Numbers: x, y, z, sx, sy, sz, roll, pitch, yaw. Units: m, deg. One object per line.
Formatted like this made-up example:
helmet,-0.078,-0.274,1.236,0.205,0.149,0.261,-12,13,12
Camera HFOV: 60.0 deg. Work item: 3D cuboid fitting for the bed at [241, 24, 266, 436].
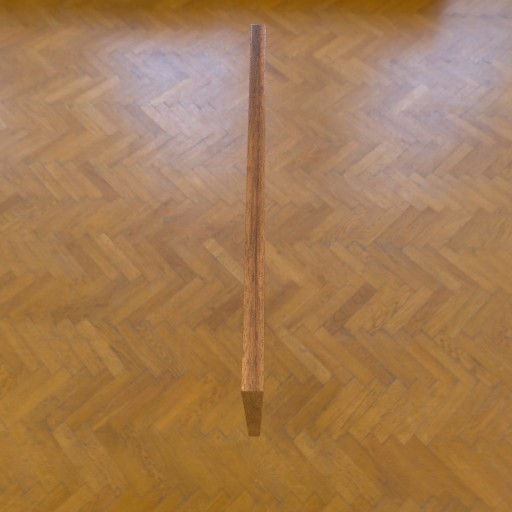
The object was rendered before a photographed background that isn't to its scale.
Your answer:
bed,0.000,0.000,1.478,0.043,0.940,1.041,1,63,0
